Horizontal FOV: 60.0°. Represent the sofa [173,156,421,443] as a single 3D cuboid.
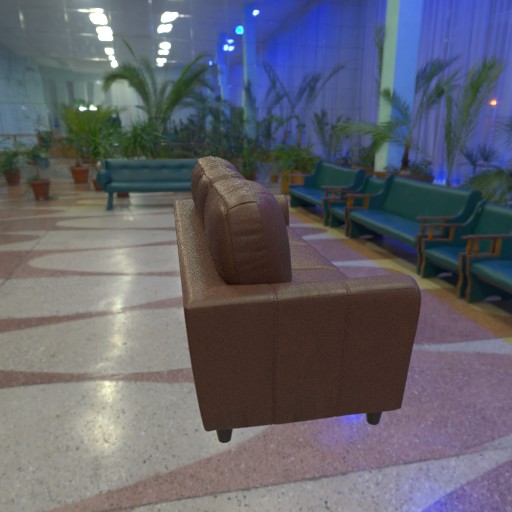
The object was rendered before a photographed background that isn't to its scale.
[{"bbox_3d":[0.000,0.000,2.304,0.802,0.915,1.862,-3,17,-11],"label":"sofa"}]
